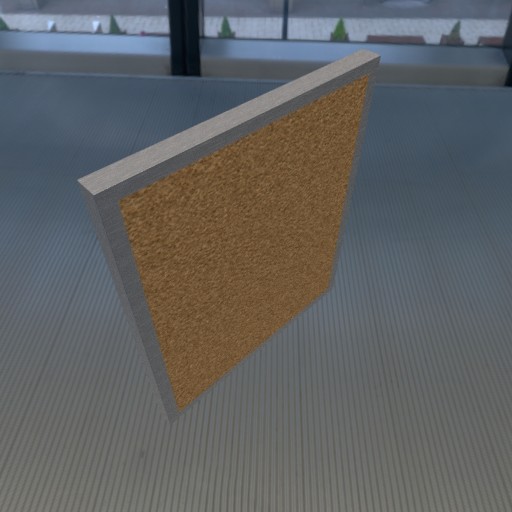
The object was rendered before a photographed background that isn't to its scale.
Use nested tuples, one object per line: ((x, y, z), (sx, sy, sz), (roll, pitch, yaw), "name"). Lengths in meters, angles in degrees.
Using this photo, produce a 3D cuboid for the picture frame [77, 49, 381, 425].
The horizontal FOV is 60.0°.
((0.000, 0.000, 0.519), (0.327, 0.378, 0.027), (-35, 56, -28), "picture frame")
